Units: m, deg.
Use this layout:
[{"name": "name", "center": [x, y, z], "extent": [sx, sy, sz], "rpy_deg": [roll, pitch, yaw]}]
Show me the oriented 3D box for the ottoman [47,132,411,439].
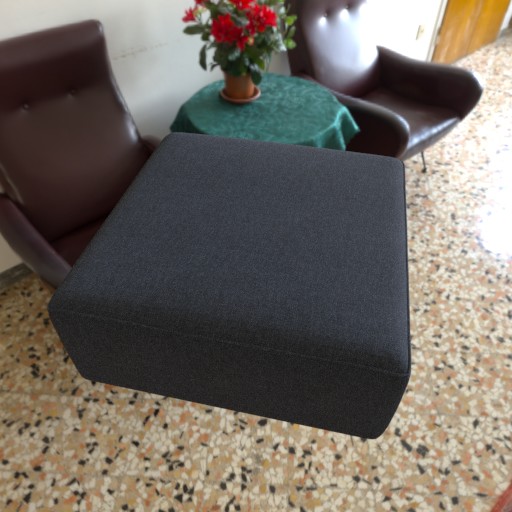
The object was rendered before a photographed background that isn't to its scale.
[{"name": "ottoman", "center": [0.000, 0.000, 1.583], "extent": [1.000, 0.439, 1.000], "rpy_deg": [9, 46, 9]}]
